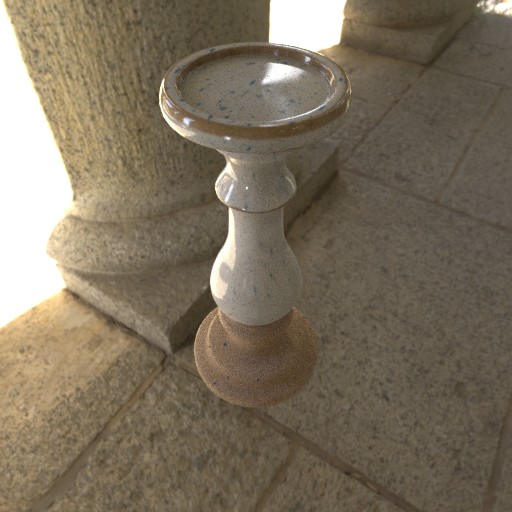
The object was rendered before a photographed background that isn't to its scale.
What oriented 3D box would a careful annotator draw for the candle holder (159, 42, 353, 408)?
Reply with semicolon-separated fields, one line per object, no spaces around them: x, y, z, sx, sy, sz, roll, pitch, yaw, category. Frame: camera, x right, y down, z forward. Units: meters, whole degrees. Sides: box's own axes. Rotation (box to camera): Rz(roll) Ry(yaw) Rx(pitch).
0.000;0.000;0.247;0.088;0.203;0.088;0;47;0;candle holder
